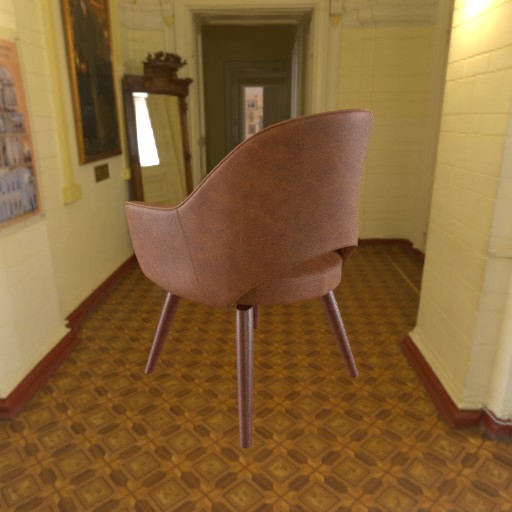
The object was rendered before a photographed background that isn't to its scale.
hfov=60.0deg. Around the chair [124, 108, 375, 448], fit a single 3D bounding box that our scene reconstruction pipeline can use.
[{"bbox_3d":[0.000,0.000,1.249,0.591,0.777,0.640,-15,23,-41],"label":"chair"}]
